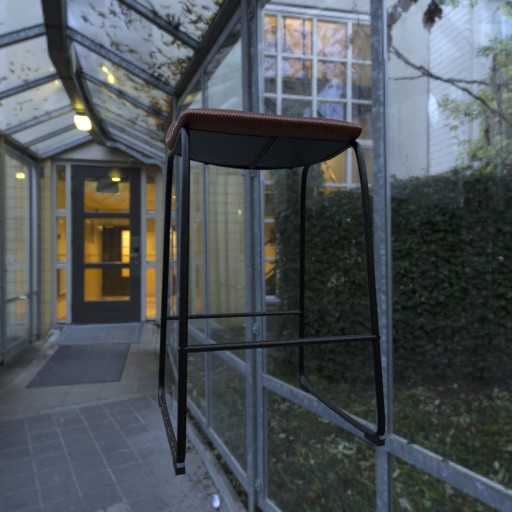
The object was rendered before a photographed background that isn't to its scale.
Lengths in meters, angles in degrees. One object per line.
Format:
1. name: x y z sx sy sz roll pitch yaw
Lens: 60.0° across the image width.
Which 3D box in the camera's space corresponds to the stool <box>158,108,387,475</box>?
1. stool: 0.000 0.000 1.118 0.454 0.830 0.473 0 1 -17
